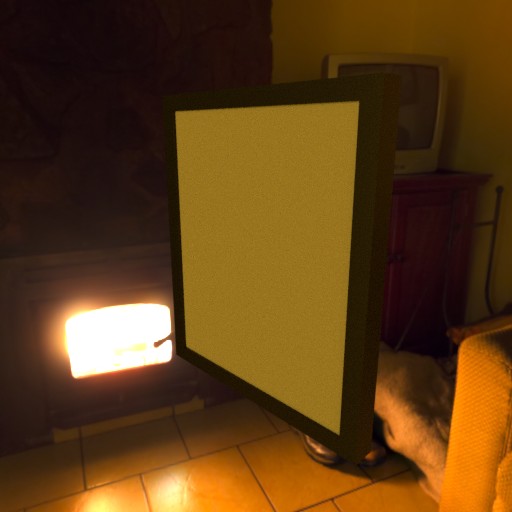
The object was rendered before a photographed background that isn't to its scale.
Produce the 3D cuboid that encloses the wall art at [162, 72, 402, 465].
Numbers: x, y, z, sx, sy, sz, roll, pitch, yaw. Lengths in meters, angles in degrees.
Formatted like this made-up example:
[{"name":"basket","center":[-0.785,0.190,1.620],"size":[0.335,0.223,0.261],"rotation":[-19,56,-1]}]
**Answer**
[{"name":"wall art","center":[0.000,0.000,0.535],"size":[0.029,0.381,0.330],"rotation":[-14,21,-42]}]
